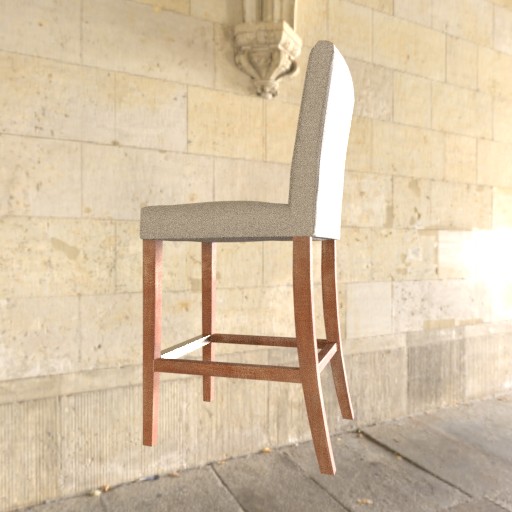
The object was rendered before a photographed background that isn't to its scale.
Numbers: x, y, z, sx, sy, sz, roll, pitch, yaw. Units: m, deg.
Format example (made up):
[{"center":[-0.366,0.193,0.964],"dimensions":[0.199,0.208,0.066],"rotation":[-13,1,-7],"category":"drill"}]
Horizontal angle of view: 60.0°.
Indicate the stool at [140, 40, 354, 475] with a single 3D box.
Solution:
[{"center":[0.000,0.000,1.375],"dimensions":[0.570,1.088,0.439],"rotation":[0,1,19],"category":"stool"}]
